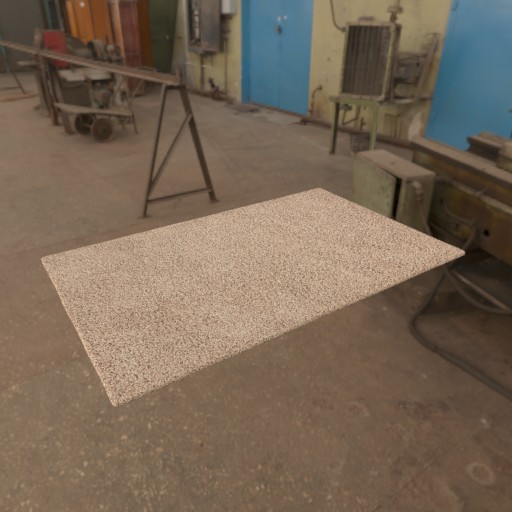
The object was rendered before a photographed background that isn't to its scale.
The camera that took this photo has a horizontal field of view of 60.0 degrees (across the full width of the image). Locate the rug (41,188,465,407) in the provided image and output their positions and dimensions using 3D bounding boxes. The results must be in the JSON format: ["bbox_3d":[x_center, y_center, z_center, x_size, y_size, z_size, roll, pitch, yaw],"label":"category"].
[{"bbox_3d":[0.000,0.000,2.991,2.438,0.030,1.524,-18,33,-29],"label":"rug"}]
